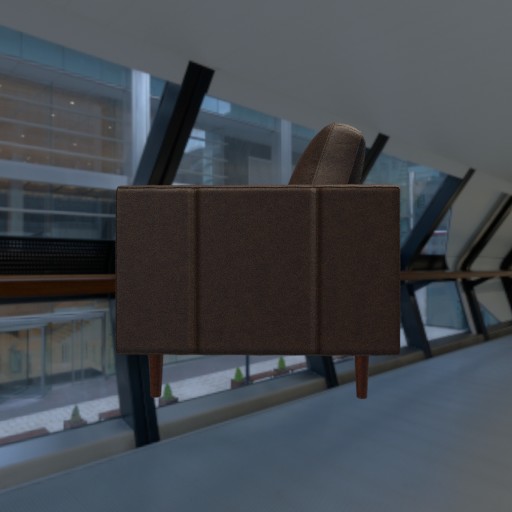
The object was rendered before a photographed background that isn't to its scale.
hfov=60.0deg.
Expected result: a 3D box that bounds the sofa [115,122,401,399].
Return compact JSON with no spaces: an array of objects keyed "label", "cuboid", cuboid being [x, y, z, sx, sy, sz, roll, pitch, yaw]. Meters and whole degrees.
[{"label":"sofa","cuboid":[0.000,0.000,2.134,0.909,0.951,1.578,0,0,1]}]
